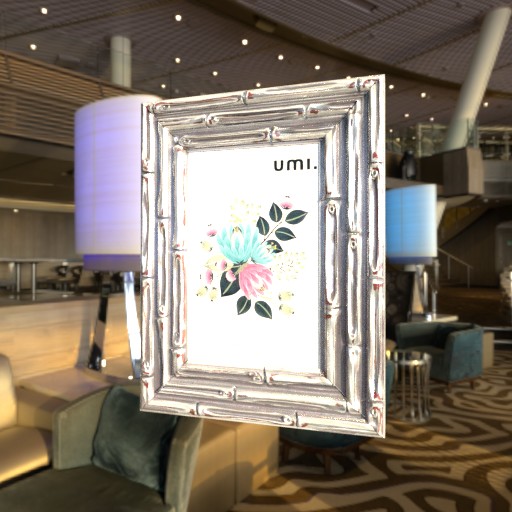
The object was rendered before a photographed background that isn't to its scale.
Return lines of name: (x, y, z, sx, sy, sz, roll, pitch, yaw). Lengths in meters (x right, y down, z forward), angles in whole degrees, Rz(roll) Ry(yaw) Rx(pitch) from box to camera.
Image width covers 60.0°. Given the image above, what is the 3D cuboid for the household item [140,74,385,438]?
household item: (0.000, 0.000, 0.294, 0.165, 0.216, 0.025, 0, -1, 17)
